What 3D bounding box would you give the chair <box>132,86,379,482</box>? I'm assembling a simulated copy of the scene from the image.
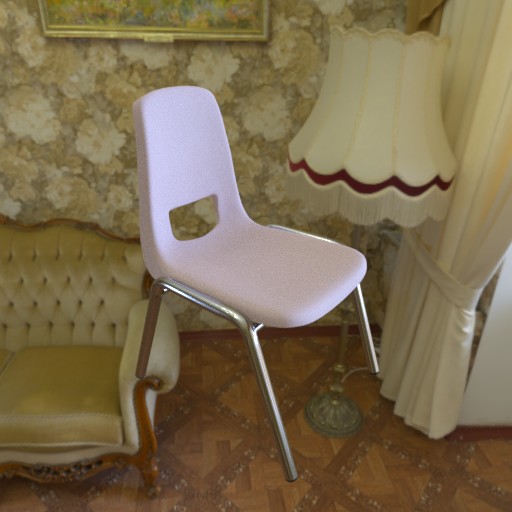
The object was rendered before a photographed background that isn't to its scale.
[{"bbox_3d":[0.000,0.000,0.844,0.423,0.586,0.354,18,31,33],"label":"chair"}]
